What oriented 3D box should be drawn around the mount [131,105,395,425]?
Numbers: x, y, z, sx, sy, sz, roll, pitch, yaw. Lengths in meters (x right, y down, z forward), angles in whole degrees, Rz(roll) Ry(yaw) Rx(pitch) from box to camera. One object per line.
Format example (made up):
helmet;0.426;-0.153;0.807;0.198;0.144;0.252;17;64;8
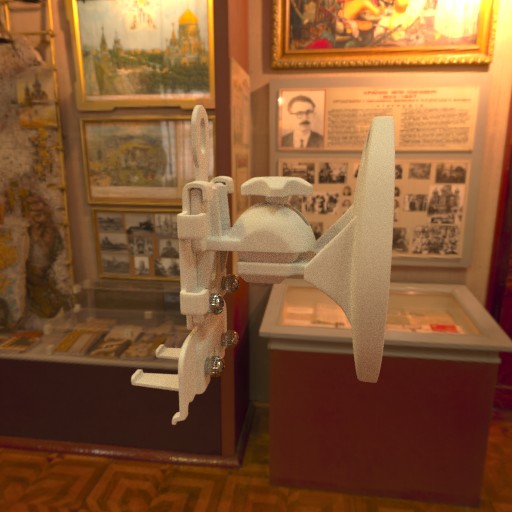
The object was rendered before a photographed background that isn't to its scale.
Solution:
mount;0.000;0.000;0.181;0.100;0.118;0.066;2;13;10
